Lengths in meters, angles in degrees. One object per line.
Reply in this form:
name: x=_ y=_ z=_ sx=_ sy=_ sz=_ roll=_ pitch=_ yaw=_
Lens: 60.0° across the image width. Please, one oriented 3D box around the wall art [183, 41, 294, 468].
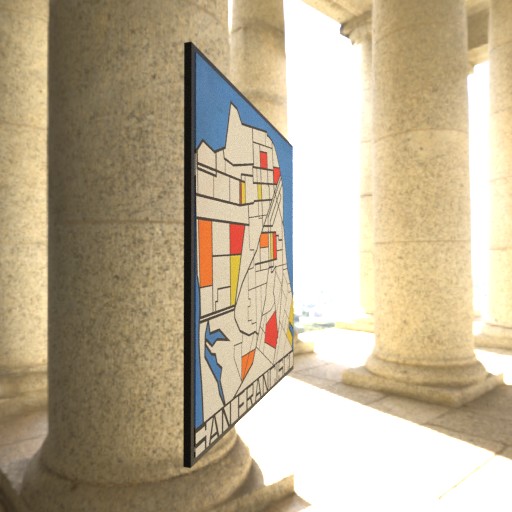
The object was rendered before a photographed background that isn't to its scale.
wall art: x=0.000 y=0.000 z=1.005 sx=0.015 sy=0.663 sz=0.664 roll=0 pitch=-1 yaw=19
